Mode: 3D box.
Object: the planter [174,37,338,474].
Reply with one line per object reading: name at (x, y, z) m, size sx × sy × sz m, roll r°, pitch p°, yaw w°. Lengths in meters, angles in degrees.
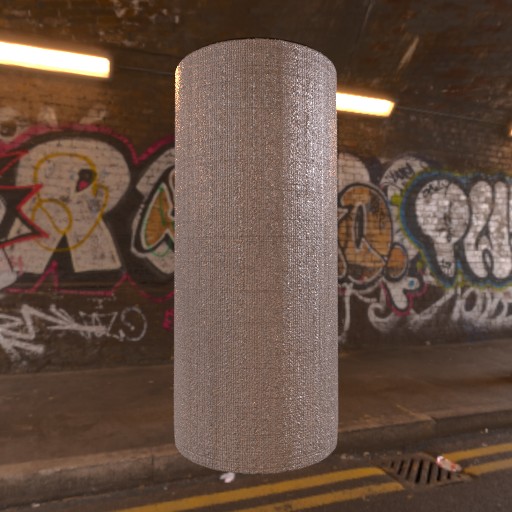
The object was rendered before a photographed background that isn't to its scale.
planter at (0.000, 0.000, 0.126) m, size 0.045 × 0.103 × 0.045 m, roll 0°, pitch -1°, yaw 19°
